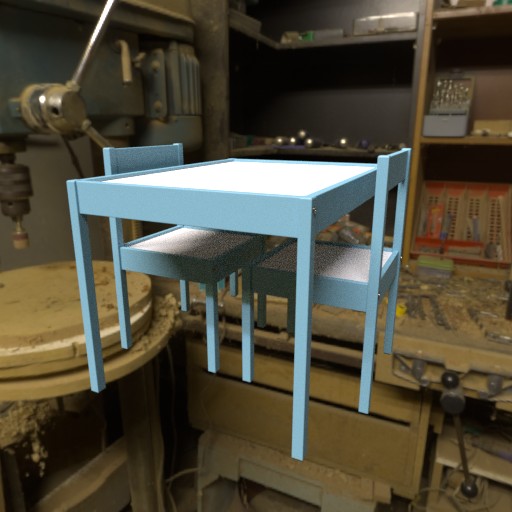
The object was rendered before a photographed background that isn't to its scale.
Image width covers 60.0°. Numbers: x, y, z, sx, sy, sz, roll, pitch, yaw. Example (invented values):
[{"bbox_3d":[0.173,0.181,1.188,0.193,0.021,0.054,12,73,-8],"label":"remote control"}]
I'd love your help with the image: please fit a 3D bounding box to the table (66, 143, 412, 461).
[{"bbox_3d":[0.000,0.000,1.062,0.633,0.503,0.639,8,18,25],"label":"table"}]
